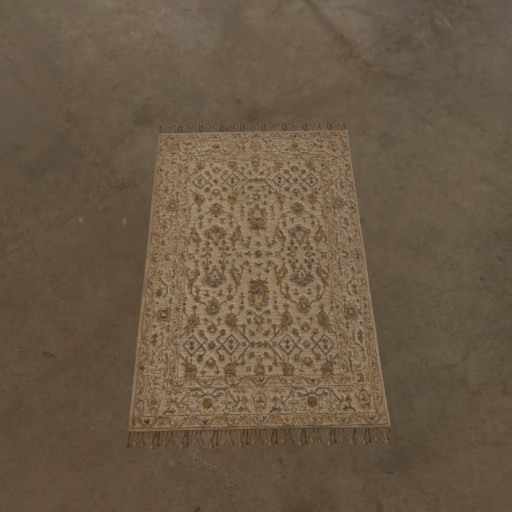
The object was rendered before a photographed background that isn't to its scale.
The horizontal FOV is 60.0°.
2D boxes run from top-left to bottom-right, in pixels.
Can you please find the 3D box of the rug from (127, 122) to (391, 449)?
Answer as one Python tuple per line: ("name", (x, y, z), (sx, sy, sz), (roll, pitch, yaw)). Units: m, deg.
("rug", (0.000, 0.000, 3.072), (1.529, 0.027, 2.434), (-1, 63, -1))
